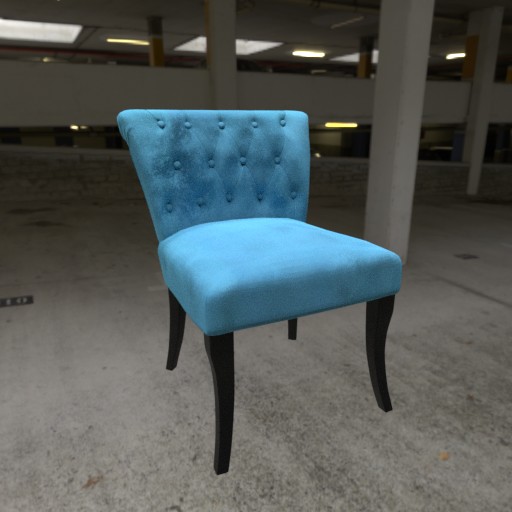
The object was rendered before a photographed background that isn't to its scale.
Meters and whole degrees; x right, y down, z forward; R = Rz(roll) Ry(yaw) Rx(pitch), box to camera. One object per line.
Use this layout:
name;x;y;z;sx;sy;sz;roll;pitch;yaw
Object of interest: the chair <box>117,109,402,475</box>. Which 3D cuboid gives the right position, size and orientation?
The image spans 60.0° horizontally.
chair;0.000;0.000;1.190;0.582;0.750;0.605;-9;19;-25
